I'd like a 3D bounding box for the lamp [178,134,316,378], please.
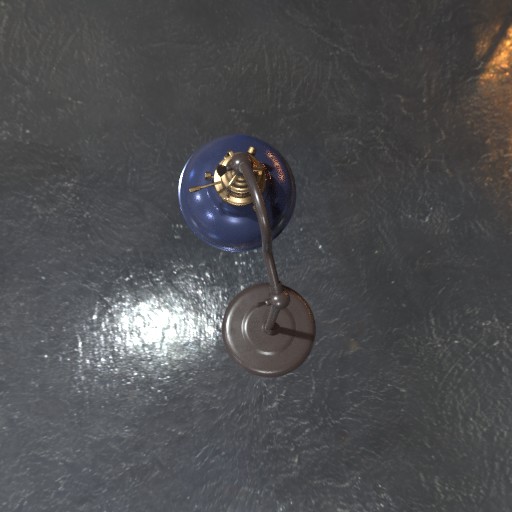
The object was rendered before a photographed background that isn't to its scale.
[{"bbox_3d":[0.000,0.000,0.682,0.192,0.508,0.374,-16,76,-4],"label":"lamp"}]
